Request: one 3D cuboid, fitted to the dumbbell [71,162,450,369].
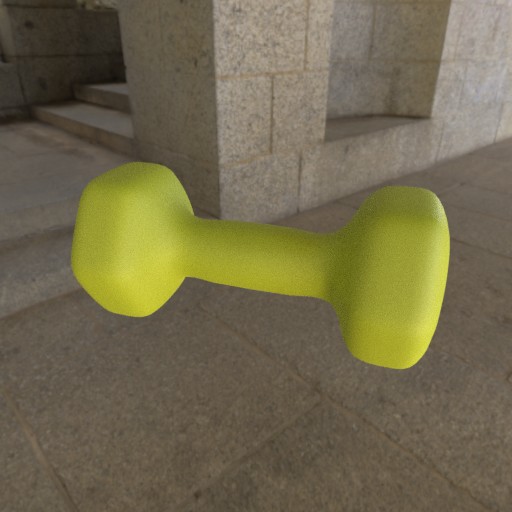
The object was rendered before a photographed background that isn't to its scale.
[{"bbox_3d":[0.000,0.000,0.208,0.164,0.072,0.080,9,28,16],"label":"dumbbell"}]
